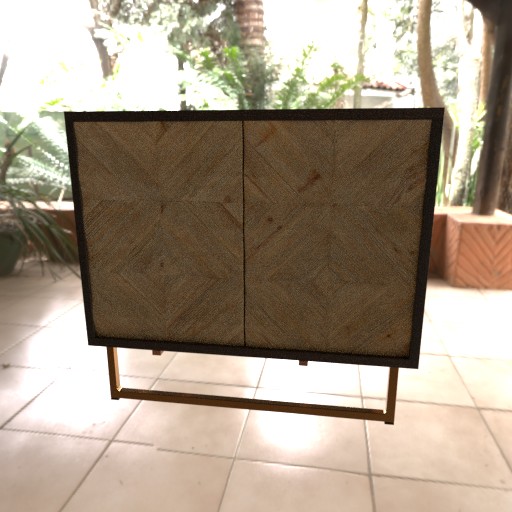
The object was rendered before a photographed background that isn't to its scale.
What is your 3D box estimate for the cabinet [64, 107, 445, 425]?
[{"bbox_3d":[0.000,0.000,1.414,0.950,0.860,0.451,2,15,8],"label":"cabinet"}]
